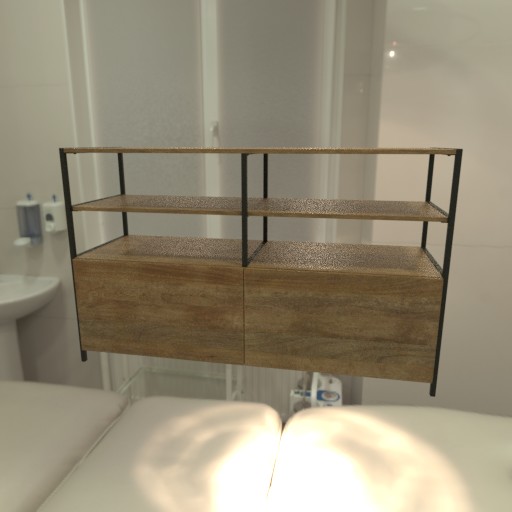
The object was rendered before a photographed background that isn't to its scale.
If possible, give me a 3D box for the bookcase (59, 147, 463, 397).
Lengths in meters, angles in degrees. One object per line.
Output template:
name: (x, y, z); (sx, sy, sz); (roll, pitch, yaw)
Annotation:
bookcase: (0.000, 0.000, 1.500); (1.149, 0.712, 0.391); (3, 15, 11)
